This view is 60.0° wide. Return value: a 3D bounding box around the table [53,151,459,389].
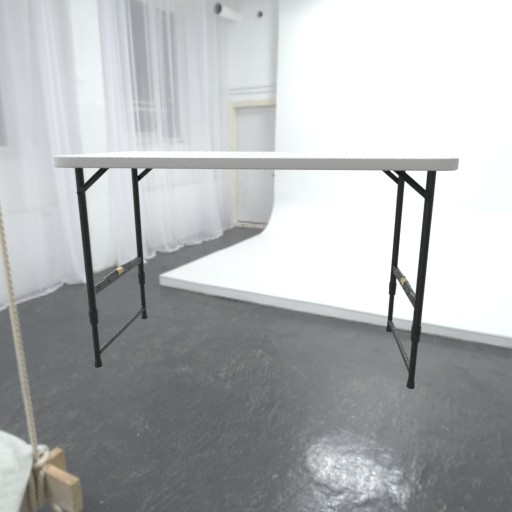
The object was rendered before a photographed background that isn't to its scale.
[{"bbox_3d":[0.000,0.000,1.641,1.219,0.737,0.610,2,15,7],"label":"table"}]
